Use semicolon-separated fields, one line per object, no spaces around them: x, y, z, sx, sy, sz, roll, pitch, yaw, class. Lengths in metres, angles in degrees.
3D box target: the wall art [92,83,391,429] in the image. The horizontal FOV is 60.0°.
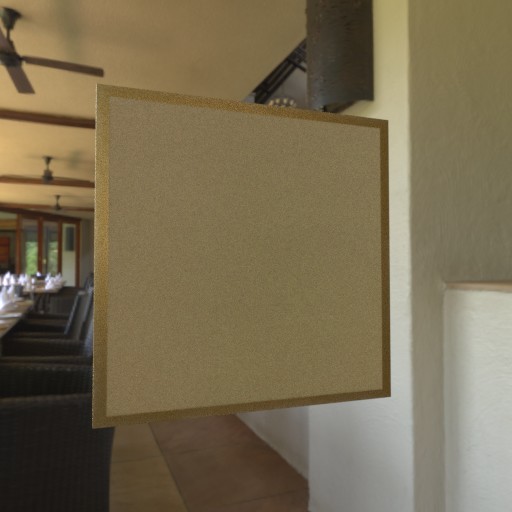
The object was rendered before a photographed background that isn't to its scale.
0.000;0.000;1.113;0.762;0.760;0.037;1;-2;-18;wall art
